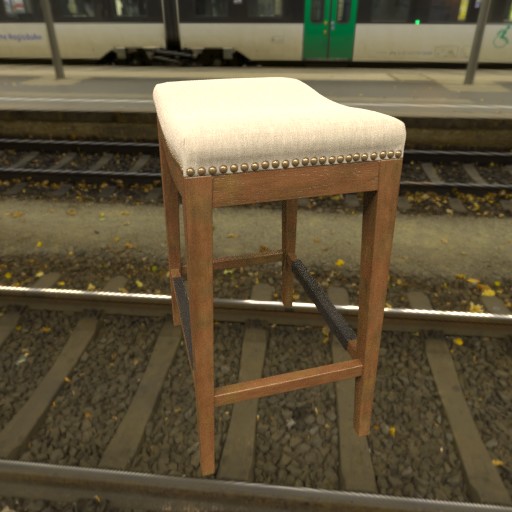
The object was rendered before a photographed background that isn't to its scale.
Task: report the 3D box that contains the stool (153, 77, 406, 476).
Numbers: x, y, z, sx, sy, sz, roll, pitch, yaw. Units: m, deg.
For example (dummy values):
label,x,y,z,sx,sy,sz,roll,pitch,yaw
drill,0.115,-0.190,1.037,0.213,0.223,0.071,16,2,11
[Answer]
label,x,y,z,sx,sy,sz,roll,pitch,yaw
stool,0.000,0.000,0.952,0.356,0.660,0.508,-8,30,-14
